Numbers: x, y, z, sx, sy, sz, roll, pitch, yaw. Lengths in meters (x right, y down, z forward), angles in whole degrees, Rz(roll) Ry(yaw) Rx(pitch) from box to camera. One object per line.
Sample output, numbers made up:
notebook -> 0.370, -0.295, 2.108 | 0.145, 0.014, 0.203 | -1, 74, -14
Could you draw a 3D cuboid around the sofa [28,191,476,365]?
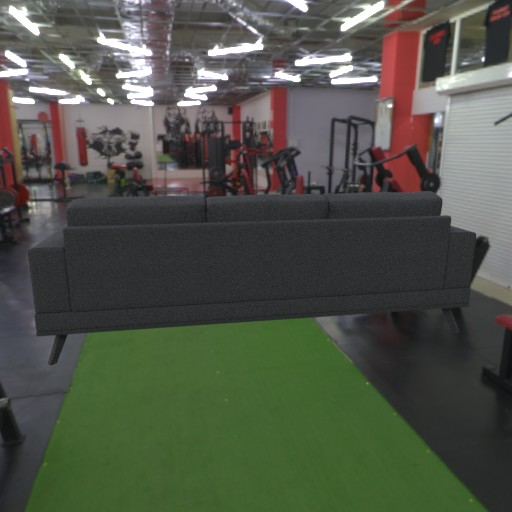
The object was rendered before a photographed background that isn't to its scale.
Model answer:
sofa -> 0.000, 0.000, 2.691 | 2.310, 0.810, 0.920 | -2, 14, -10
